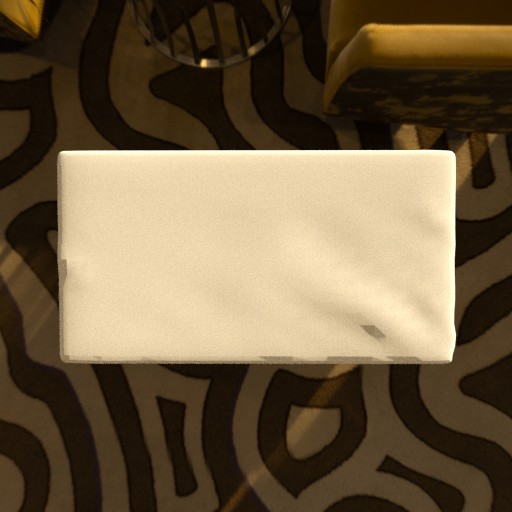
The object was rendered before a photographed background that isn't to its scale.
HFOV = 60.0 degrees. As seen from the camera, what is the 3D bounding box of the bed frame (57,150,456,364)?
[{"bbox_3d":[0.000,0.000,2.357,1.908,0.640,1.025,0,92,0],"label":"bed frame"}]
